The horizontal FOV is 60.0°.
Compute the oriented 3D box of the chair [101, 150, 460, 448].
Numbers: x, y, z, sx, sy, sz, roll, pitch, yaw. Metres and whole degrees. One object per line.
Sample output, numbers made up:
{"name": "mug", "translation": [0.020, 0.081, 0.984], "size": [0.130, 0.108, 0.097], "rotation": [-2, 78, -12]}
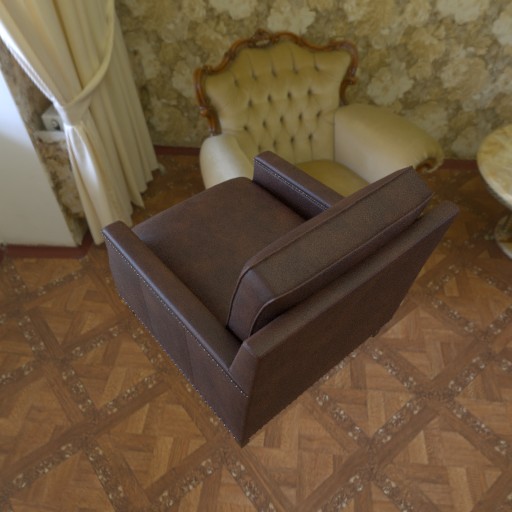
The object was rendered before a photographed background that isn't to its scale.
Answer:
{"name": "chair", "translation": [0.000, 0.000, 1.715], "size": [0.853, 0.929, 1.014], "rotation": [-31, 53, -27]}
